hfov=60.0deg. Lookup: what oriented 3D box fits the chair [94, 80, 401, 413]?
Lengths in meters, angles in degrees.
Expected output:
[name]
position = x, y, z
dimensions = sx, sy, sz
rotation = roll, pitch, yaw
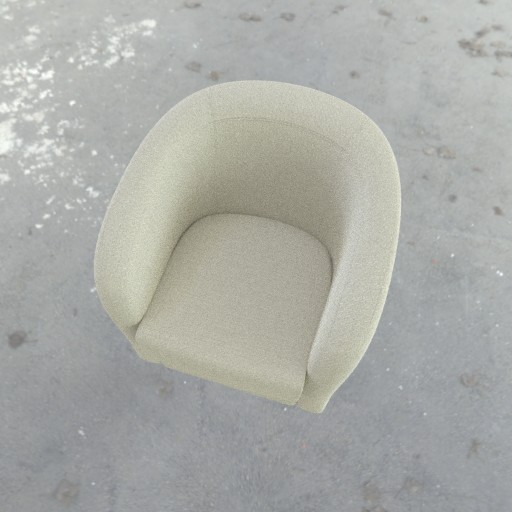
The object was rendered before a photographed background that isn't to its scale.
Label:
[chair]
position = 0.000, 0.000, 1.465
dimensions = 0.791, 0.771, 0.815
rotation = 15, 60, 9
